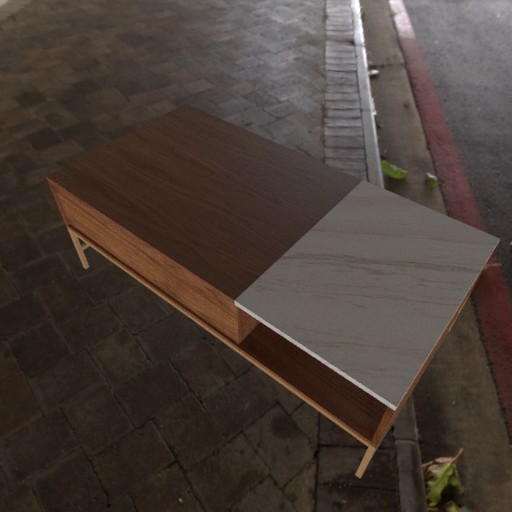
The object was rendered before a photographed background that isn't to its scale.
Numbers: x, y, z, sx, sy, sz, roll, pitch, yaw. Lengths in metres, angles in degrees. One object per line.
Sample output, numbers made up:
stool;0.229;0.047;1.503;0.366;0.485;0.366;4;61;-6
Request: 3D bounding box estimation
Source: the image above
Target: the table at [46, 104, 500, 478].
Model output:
table;0.000;0.000;1.870;1.553;0.551;0.789;30;53;26
